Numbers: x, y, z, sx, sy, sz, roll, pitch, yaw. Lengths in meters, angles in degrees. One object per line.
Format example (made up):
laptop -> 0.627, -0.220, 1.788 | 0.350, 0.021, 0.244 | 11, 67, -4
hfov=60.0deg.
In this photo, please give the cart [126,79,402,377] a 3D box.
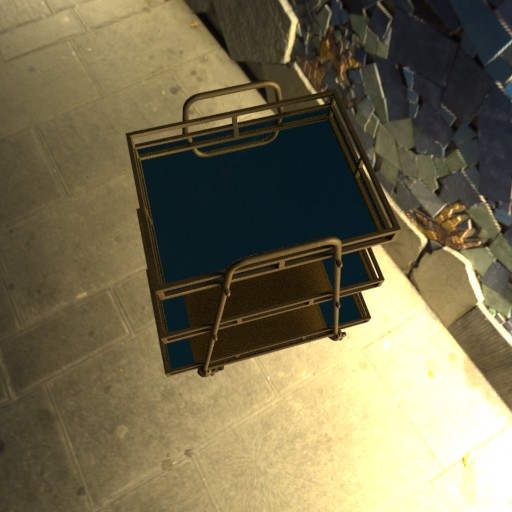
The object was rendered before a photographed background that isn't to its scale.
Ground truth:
cart -> 0.000, 0.000, 1.263 | 0.711, 0.883, 0.441 | -14, 66, -6
